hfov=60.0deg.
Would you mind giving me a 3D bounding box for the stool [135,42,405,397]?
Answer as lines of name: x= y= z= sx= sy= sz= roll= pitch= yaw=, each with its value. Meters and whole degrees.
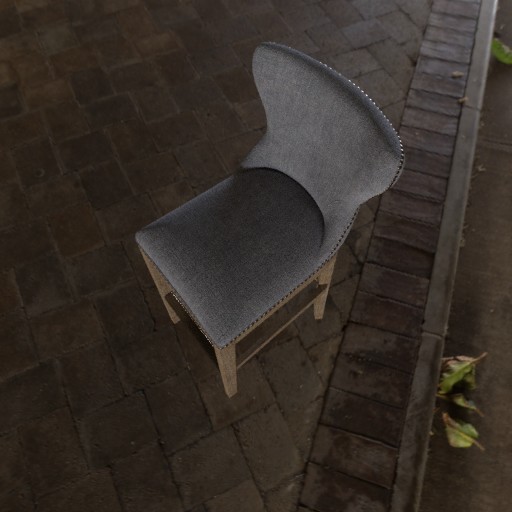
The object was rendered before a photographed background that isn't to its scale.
stool: x=0.000 y=0.000 z=1.445 sx=0.606 sy=1.123 sz=0.494 roll=-35 pitch=68 yaw=-16
